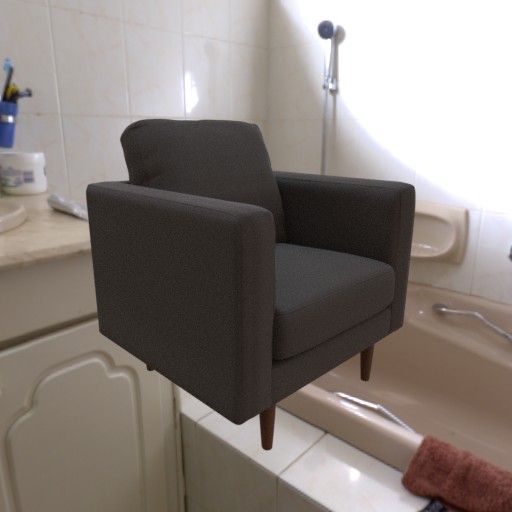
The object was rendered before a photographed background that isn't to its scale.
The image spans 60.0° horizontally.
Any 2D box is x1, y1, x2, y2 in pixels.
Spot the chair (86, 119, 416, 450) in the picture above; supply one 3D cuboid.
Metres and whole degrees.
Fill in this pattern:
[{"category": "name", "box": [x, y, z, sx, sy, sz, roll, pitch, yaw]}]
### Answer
[{"category": "chair", "box": [0.000, 0.000, 1.554, 0.854, 0.927, 0.800, -15, 21, -43]}]
